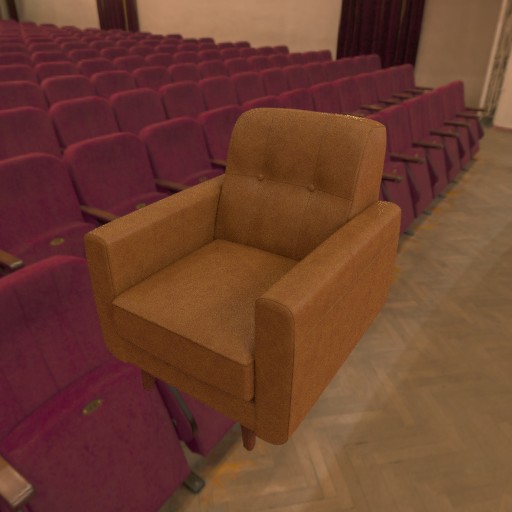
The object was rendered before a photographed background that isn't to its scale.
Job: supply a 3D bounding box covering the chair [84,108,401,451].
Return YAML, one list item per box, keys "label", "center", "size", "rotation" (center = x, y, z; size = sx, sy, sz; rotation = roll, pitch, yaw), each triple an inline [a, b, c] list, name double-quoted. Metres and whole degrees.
- label: "chair"
  center: [0.000, 0.000, 1.692]
  size: [0.845, 0.968, 0.942]
  rotation: [17, 32, 30]
